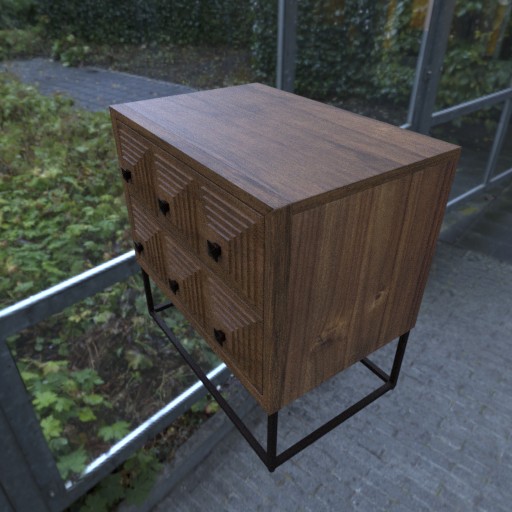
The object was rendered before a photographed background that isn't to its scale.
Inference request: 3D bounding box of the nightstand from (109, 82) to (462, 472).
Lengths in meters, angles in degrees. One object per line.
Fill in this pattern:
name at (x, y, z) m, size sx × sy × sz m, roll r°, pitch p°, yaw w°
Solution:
nightstand at (0.000, 0.000, 1.029) m, size 0.437 × 0.610 × 0.610 m, roll -21°, pitch 39°, yaw -29°
